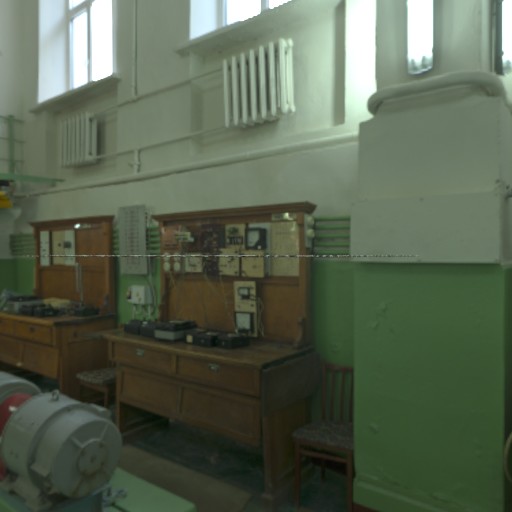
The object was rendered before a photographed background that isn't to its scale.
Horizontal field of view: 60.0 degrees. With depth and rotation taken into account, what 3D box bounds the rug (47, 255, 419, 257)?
[{"bbox_3d":[0.000,0.000,2.344,1.219,0.008,1.829,0,0,36],"label":"rug"}]
